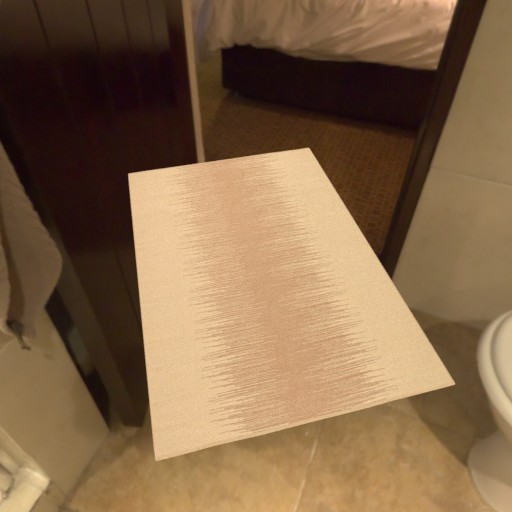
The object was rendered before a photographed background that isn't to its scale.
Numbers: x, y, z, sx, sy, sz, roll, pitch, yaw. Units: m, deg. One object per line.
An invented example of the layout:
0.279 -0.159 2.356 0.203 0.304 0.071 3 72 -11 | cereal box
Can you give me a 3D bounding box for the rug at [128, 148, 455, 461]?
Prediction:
0.000 0.000 2.348 1.234 0.006 1.850 -10 47 -10 | rug
